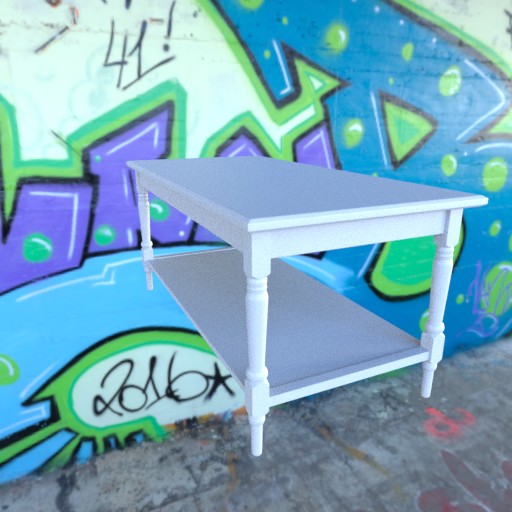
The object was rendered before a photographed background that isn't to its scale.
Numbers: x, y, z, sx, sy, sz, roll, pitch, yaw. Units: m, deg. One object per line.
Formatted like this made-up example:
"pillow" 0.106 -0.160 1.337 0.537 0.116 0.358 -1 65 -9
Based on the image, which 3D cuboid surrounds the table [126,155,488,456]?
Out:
"table" 0.000 0.000 1.366 0.551 0.506 1.109 -8 19 -24
